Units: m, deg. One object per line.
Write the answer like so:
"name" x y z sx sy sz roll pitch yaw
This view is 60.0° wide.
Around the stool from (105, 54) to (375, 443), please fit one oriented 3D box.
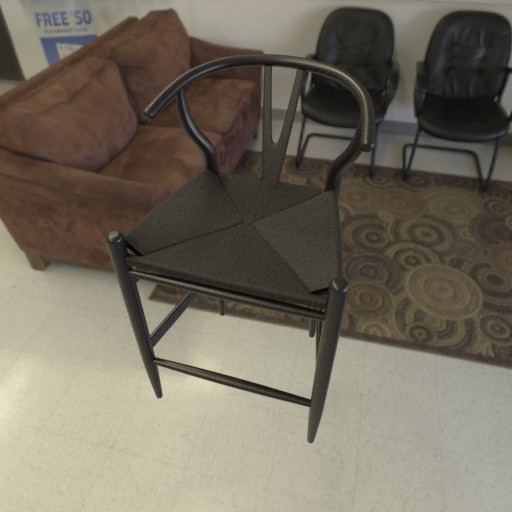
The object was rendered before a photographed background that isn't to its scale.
"stool" 0.000 0.000 1.318 0.569 0.970 0.579 12 44 12
